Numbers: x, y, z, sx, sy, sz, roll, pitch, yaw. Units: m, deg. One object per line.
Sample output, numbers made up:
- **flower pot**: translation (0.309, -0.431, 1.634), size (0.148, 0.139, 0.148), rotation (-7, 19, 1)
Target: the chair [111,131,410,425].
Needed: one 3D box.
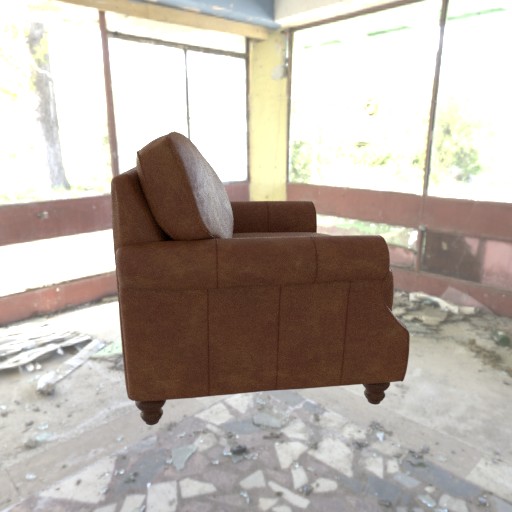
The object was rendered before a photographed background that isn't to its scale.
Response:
- **chair**: translation (0.000, 0.000, 1.787), size (0.986, 0.962, 0.983), rotation (-2, 15, -8)
